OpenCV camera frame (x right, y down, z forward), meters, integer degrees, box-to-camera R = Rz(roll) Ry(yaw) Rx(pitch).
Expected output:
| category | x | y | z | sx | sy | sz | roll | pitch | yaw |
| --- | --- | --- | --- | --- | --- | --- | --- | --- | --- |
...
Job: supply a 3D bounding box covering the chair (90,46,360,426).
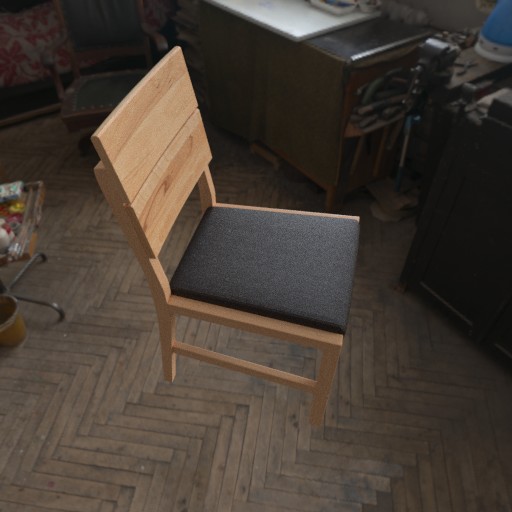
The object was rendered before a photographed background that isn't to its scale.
| category | x | y | z | sx | sy | sz | roll | pitch | yaw |
| --- | --- | --- | --- | --- | --- | --- | --- | --- | --- |
| chair | 0.000 | 0.000 | 1.261 | 0.560 | 0.950 | 0.475 | 10 | 48 | 10 |
